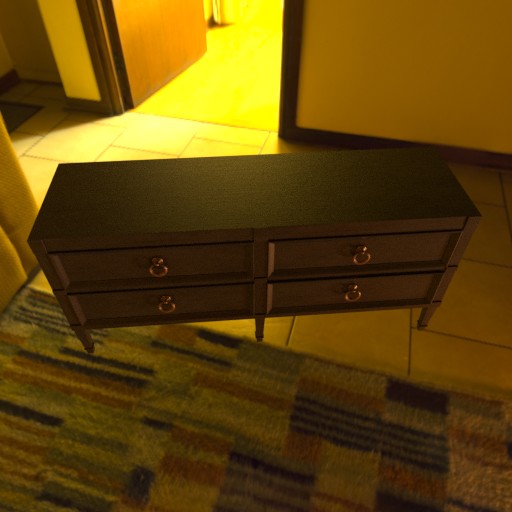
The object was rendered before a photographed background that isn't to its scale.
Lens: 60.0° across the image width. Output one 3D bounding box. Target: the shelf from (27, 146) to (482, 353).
[{"bbox_3d":[0.000,0.000,1.938,1.575,0.719,0.479,-3,45,-3],"label":"shelf"}]
